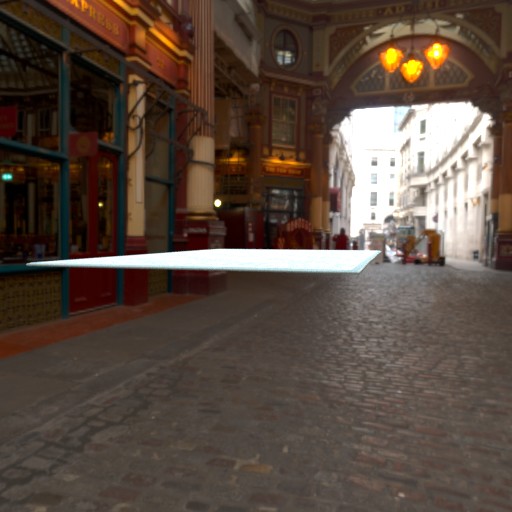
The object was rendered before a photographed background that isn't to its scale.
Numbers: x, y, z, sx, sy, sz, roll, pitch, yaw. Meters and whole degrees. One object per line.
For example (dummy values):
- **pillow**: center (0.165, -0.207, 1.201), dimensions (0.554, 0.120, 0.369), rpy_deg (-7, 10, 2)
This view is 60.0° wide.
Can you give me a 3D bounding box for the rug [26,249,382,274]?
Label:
- **rug**: center (0.000, 0.000, 2.343), dimensions (1.219, 0.012, 1.840), rpy_deg (1, 3, 18)
